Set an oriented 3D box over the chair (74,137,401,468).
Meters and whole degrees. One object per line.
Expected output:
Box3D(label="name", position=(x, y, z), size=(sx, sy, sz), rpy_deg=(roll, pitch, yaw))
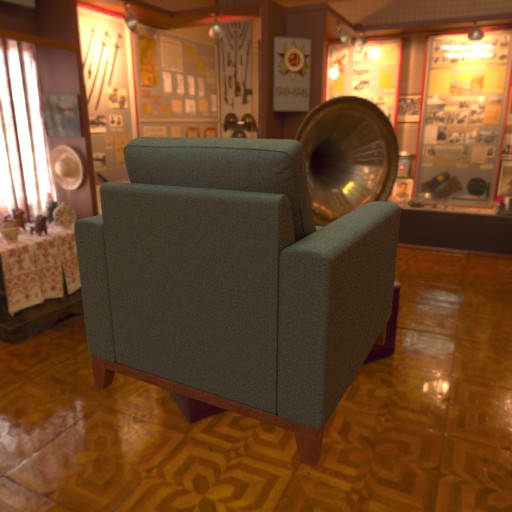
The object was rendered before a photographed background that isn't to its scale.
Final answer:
Box3D(label="chair", position=(0.000, 0.000, 1.932), size=(1.024, 1.010, 1.038), rpy_deg=(8, 18, 27))
